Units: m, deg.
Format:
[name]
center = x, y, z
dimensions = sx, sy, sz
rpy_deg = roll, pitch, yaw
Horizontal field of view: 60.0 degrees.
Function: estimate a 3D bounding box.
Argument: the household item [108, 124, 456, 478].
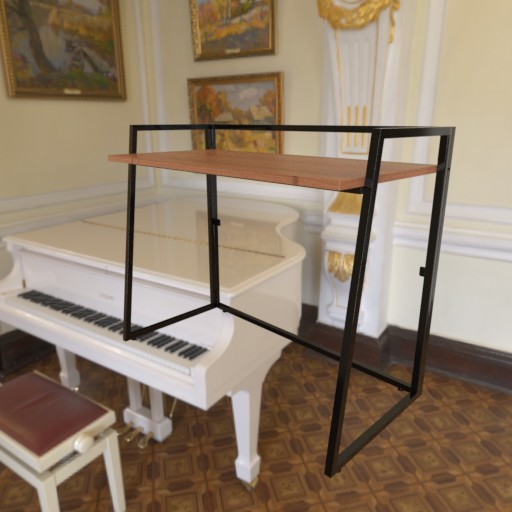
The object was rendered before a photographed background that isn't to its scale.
[household item]
center = 0.000, 0.000, 1.524
dimensions = 0.510, 0.860, 1.050
rpy_deg = -16, 23, -43
